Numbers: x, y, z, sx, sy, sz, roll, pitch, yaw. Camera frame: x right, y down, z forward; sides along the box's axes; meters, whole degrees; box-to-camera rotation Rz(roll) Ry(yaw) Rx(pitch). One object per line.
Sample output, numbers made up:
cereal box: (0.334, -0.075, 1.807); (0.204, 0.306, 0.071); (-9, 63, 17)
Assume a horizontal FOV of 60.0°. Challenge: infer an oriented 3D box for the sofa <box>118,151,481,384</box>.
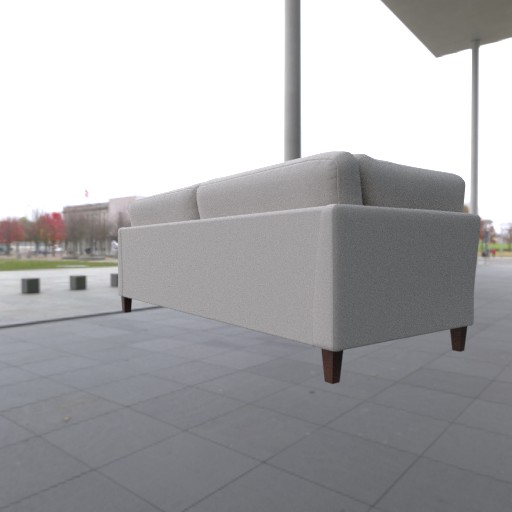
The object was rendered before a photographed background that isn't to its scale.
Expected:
sofa: (0.000, 0.000, 2.701); (0.957, 0.863, 2.301); (-1, 1, -36)
